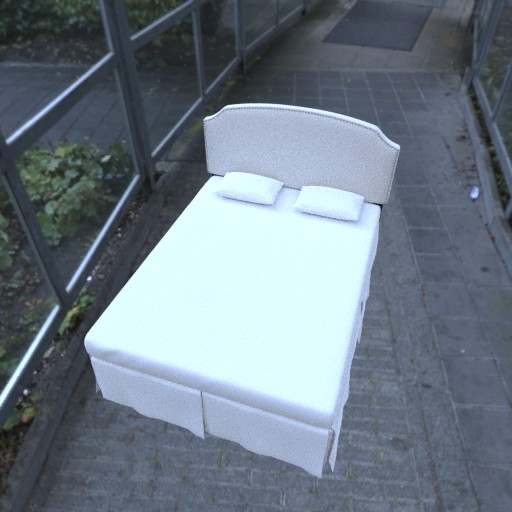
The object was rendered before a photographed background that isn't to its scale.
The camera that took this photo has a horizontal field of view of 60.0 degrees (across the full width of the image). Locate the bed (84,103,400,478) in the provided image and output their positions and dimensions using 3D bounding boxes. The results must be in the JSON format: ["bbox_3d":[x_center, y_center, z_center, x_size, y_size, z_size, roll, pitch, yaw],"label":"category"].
[{"bbox_3d":[0.000,0.000,2.954,1.558,1.270,1.999,13,43,14],"label":"bed"}]
